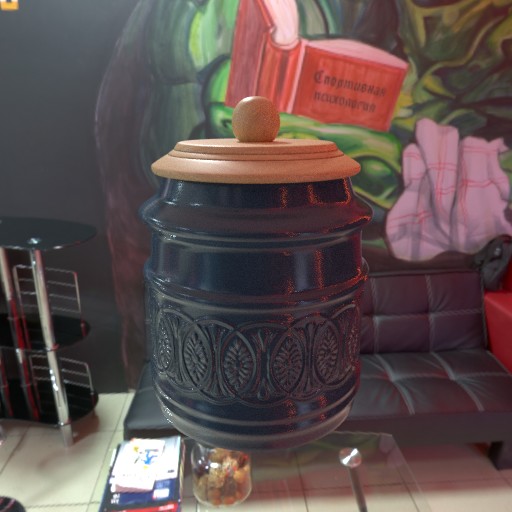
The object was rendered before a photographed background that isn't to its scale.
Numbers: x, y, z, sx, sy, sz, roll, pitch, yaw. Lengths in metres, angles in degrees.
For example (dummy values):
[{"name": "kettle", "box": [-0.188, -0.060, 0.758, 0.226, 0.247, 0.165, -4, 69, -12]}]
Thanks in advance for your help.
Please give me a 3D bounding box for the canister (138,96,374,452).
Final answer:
[{"name": "canister", "box": [0.000, 0.000, 0.260, 0.130, 0.176, 0.130, 0, 17, 0]}]
